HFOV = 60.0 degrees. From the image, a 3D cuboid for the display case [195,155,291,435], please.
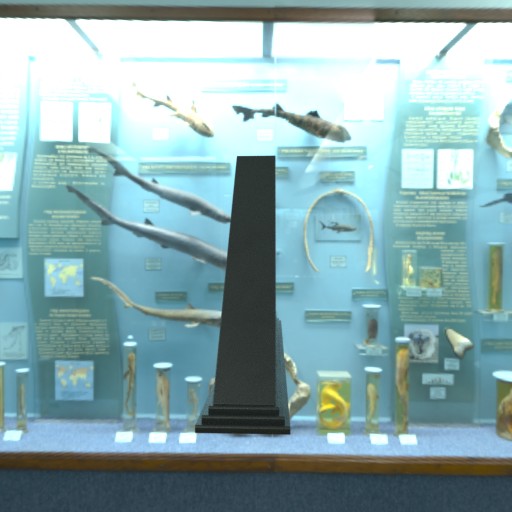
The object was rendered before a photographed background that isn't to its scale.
[{"bbox_3d":[0.000,0.000,0.755,0.095,0.340,0.640,0,1,2],"label":"display case"}]
